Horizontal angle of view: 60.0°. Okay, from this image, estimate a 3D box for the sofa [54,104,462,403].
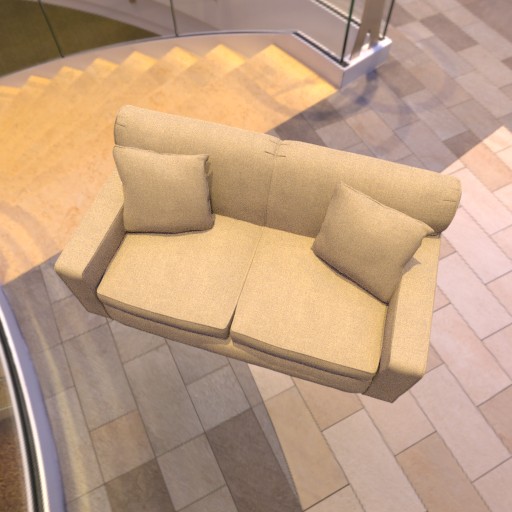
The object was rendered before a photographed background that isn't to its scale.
[{"bbox_3d":[0.000,0.000,2.428,1.846,0.958,0.998,15,60,9],"label":"sofa"}]
